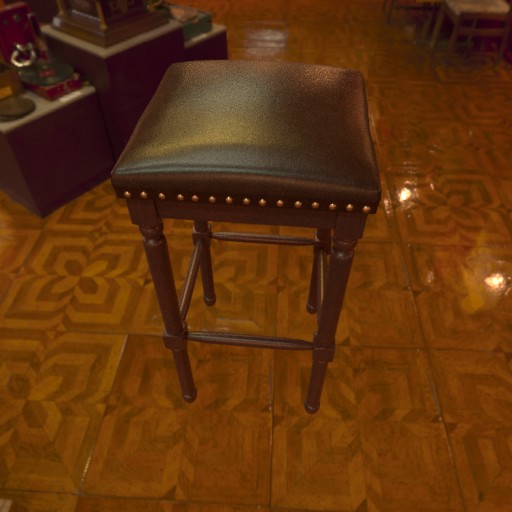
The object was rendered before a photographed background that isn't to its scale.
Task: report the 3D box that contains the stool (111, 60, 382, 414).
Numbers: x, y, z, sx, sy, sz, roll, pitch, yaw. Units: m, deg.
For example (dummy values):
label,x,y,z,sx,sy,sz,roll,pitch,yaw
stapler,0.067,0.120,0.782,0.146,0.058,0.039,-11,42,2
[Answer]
label,x,y,z,sx,sy,sz,roll,pitch,yaw
stool,0.000,0.000,0.978,0.383,0.768,0.382,4,46,4
